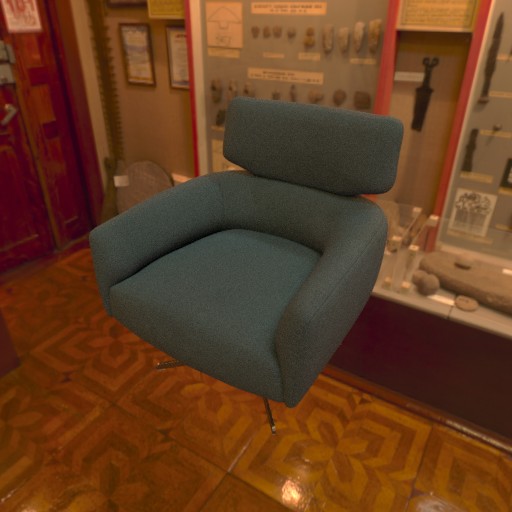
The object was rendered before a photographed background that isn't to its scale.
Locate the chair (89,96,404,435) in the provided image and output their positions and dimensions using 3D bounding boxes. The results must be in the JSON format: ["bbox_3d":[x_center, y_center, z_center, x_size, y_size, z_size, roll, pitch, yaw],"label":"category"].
[{"bbox_3d":[0.000,0.000,1.399,0.738,0.813,0.761,19,35,28],"label":"chair"}]
